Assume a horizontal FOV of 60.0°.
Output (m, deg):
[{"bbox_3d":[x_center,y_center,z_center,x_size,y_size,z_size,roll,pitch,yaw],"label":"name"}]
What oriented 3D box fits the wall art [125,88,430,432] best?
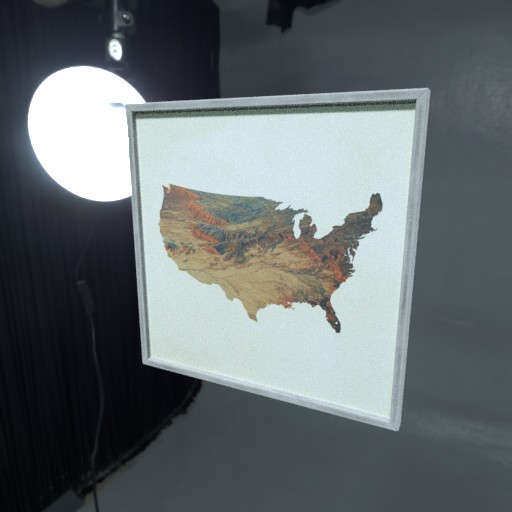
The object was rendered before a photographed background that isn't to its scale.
[{"bbox_3d":[0.000,0.000,0.448,0.303,0.303,0.015,7,16,25],"label":"wall art"}]
